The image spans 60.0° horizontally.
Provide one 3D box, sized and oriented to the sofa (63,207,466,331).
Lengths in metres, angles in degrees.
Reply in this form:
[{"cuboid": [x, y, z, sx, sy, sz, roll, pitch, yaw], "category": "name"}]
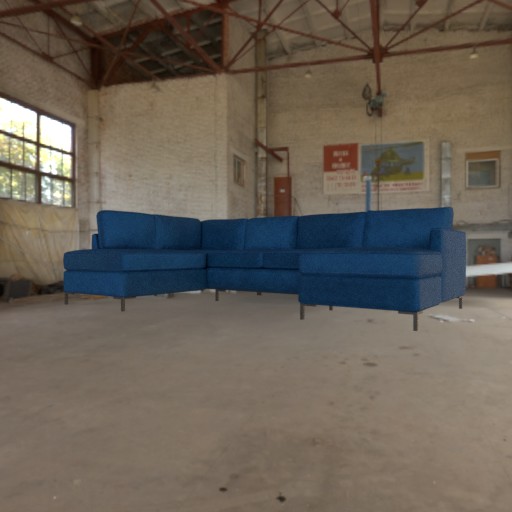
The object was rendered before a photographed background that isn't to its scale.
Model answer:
[{"cuboid": [0.000, 0.000, 4.339, 3.434, 0.992, 2.055, 0, 0, 36], "category": "sofa"}]
